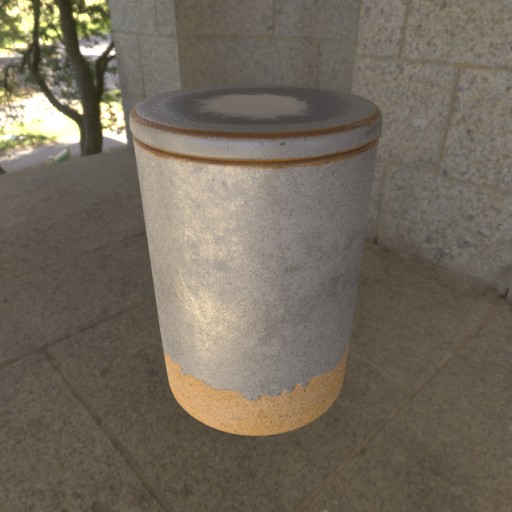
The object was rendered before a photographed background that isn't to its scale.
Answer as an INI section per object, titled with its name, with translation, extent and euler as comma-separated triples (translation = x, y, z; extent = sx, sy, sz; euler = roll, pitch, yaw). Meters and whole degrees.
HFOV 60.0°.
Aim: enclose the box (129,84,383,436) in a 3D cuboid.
[box]
translation = 0.000, 0.000, 0.251
extent = 0.118, 0.168, 0.118
euler = 0, 30, 0
